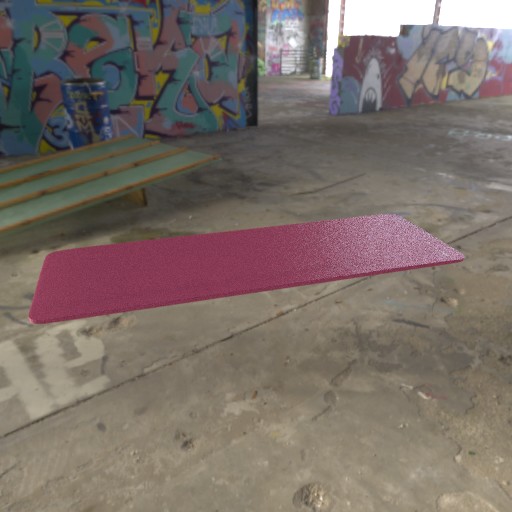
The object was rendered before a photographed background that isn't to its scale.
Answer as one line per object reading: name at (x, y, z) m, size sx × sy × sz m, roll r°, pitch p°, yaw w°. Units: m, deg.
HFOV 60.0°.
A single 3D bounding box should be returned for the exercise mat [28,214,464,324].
exercise mat at (0.000, 0.000, 2.068) m, size 1.884 × 0.021 × 0.616 m, roll -7°, pitch 27°, yaw -15°
